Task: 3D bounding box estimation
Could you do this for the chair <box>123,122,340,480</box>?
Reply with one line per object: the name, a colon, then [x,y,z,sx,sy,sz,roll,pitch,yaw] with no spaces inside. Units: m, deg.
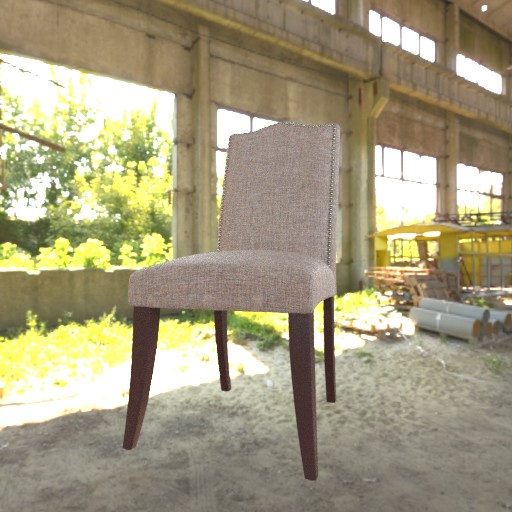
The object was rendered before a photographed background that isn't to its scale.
chair: [0.000,0.000,1.390,0.513,1.016,0.660,0,0,19]
